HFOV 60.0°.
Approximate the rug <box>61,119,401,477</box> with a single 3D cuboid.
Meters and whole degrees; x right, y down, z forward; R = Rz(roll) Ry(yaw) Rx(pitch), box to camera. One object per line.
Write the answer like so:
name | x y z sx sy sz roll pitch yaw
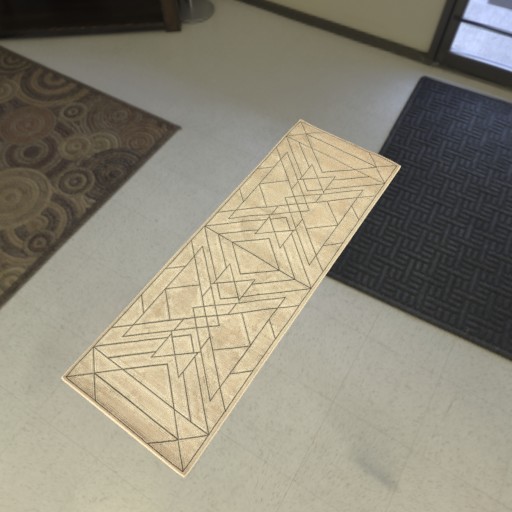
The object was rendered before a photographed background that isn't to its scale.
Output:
rug | 0.000 0.000 2.694 0.831 0.036 2.381 30 63 17
